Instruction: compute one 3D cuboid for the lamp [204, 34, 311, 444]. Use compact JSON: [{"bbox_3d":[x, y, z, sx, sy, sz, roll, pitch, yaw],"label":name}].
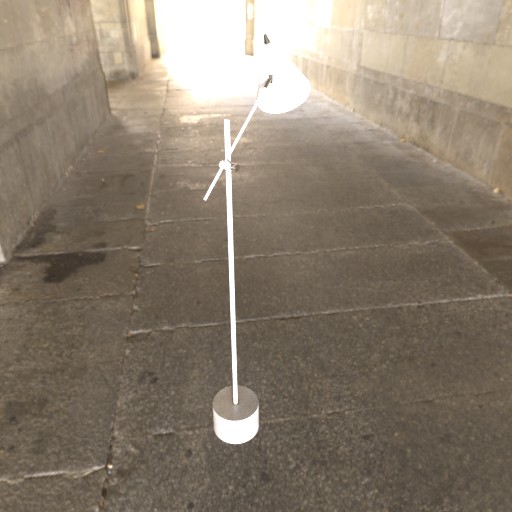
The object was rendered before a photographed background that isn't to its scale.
[{"bbox_3d":[0.000,0.000,1.600,0.223,1.430,0.508,20,35,31],"label":"lamp"}]
